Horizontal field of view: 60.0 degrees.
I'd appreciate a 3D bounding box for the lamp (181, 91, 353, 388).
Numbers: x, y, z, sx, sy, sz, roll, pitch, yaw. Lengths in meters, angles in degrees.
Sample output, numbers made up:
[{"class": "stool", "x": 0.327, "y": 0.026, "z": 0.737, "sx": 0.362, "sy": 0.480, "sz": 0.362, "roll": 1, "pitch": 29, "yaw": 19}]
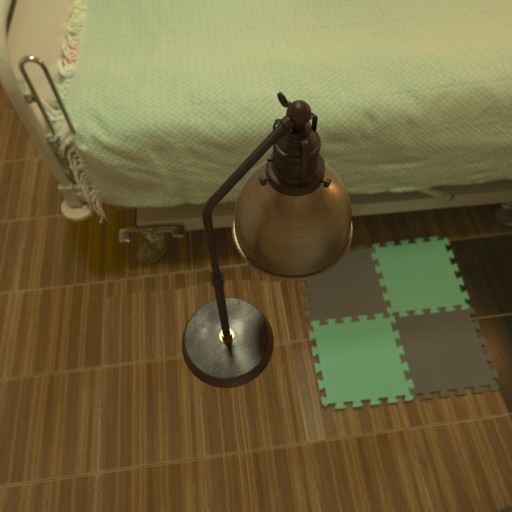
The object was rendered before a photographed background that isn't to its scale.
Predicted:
[{"class": "lamp", "x": 0.000, "y": 0.000, "z": 0.613, "sx": 0.298, "sy": 0.469, "sz": 0.175, "roll": -33, "pitch": 65, "yaw": -17}]
